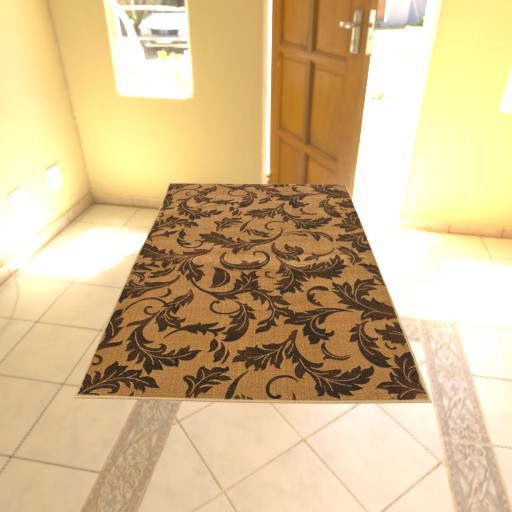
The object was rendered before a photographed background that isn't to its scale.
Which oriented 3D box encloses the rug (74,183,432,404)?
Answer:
[{"bbox_3d":[0.000,0.000,2.823,1.522,0.008,2.284,0,33,1],"label":"rug"}]
